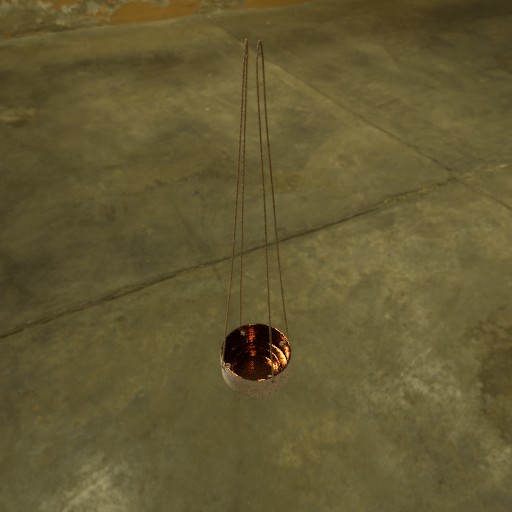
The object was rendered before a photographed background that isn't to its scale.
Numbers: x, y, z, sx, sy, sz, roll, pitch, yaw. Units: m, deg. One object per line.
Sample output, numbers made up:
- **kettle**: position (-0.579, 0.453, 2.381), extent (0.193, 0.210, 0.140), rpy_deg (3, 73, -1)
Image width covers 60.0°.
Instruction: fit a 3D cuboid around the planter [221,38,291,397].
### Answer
- **planter**: position (0.000, 0.000, 1.136), extent (0.223, 1.030, 0.223), rpy_deg (12, 42, 14)
